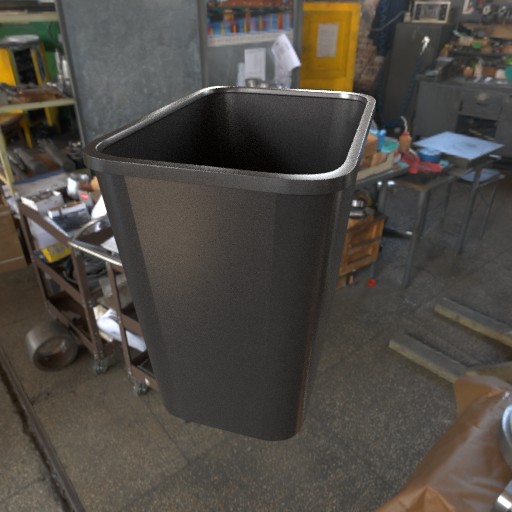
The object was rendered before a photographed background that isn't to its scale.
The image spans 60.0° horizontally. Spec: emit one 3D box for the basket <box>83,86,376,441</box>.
[{"bbox_3d":[0.000,0.000,0.501,0.211,0.307,0.300,9,32,14],"label":"basket"}]
